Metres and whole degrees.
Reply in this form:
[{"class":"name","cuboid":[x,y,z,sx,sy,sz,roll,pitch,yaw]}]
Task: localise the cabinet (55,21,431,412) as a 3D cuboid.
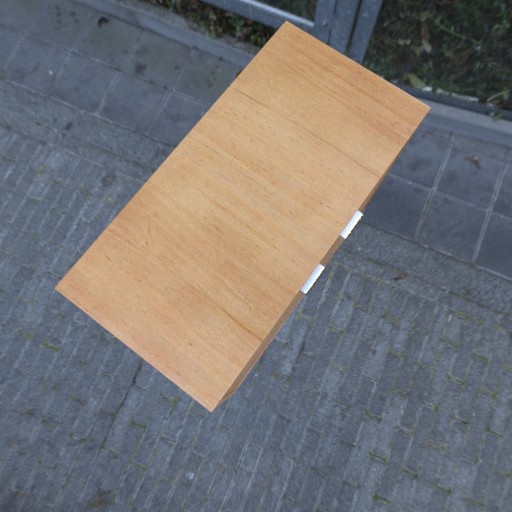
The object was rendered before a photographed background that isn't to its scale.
[{"class":"cabinet","cuboid":[0.000,0.000,1.418,0.419,1.001,0.800,35,78,9]}]
